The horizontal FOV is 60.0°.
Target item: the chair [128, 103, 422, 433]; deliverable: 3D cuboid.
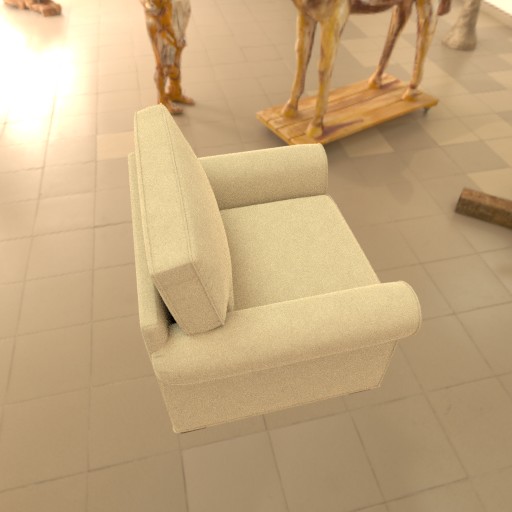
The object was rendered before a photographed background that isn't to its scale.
[{"bbox_3d":[0.000,0.000,1.750,0.863,0.955,1.040,-10,47,-9],"label":"chair"}]
